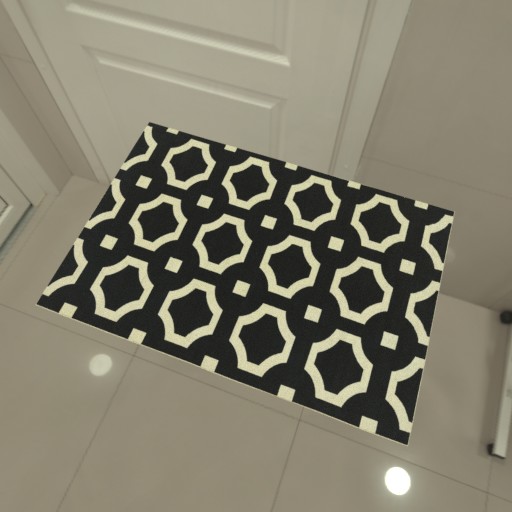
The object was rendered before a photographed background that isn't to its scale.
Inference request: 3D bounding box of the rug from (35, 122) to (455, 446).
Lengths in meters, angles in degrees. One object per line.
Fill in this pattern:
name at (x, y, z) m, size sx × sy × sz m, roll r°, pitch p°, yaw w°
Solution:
rug at (0.000, 0.000, 2.837) m, size 2.286 × 0.016 × 1.555 m, roll 18°, pitch 65°, yaw 9°
